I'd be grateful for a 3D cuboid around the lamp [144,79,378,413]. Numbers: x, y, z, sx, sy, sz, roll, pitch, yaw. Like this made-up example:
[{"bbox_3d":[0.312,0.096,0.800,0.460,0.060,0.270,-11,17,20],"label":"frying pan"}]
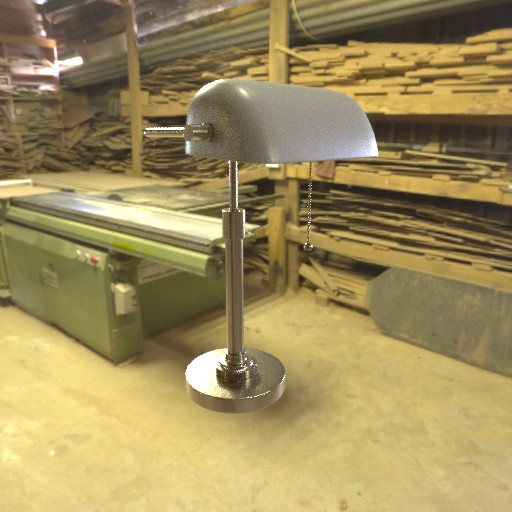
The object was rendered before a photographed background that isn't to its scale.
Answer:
[{"bbox_3d":[0.000,0.000,0.565,0.269,0.404,0.227,-15,21,-43],"label":"lamp"}]
